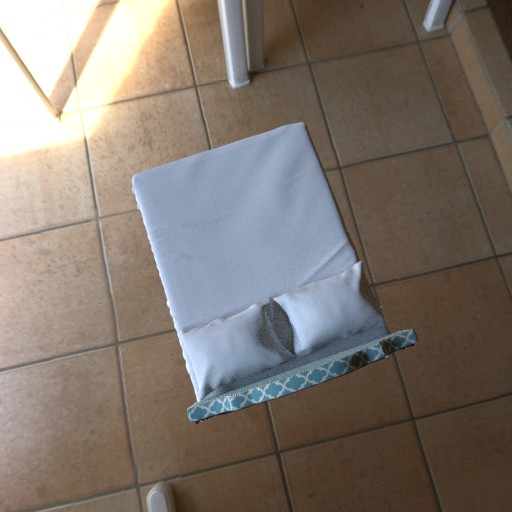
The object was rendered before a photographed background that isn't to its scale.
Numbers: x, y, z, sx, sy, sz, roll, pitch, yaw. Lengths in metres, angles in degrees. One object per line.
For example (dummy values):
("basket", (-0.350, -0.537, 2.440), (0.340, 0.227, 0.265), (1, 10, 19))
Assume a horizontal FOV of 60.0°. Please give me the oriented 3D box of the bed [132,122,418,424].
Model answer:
("bed", (0.000, 0.000, 3.476), (1.780, 1.633, 2.222), (-18, 78, -4))
